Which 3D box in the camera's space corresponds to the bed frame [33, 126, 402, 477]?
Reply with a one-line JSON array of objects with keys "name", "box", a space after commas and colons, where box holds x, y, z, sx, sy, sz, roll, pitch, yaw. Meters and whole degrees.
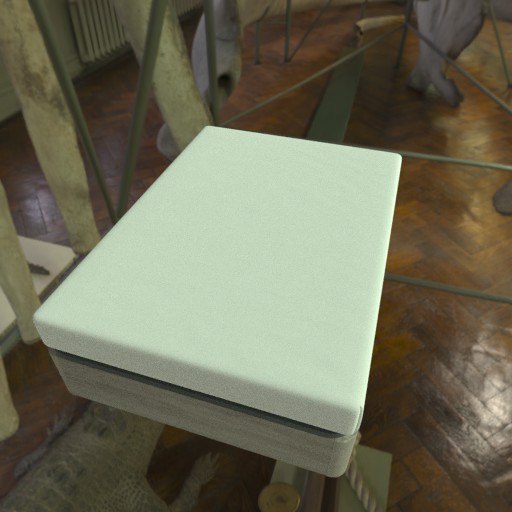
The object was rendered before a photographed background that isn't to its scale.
[{"name": "bed frame", "box": [0.000, 0.000, 2.518, 1.400, 0.561, 1.900, 12, 43, 13]}]
